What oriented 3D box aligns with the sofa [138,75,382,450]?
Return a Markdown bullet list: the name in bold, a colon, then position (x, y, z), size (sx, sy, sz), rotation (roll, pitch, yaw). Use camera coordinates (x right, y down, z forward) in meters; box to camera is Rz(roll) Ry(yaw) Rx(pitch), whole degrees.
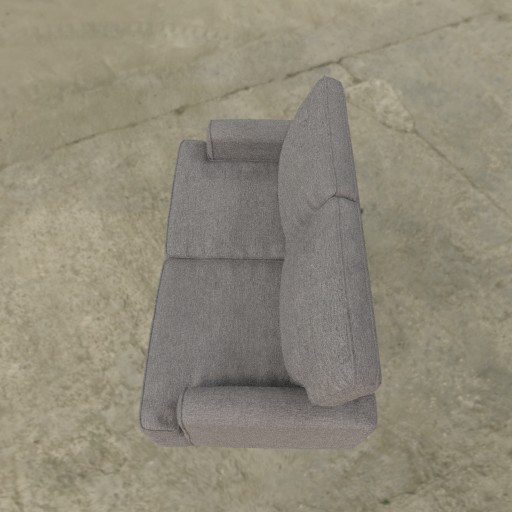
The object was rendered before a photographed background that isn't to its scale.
- **sofa**: position (0.000, 0.000, 2.153), size (0.965, 0.965, 1.651), rotation (1, 59, 1)
